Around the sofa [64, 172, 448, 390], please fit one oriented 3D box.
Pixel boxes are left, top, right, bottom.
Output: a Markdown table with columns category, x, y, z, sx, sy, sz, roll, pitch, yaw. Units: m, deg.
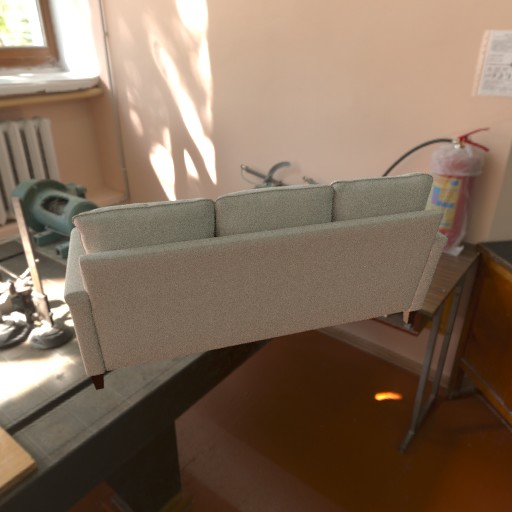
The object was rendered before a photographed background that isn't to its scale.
| category | x | y | z | sx | sy | sz | roll | pitch | yaw |
| --- | --- | --- | --- | --- | --- | --- | --- | --- | --- |
| sofa | 0.000 | 0.000 | 2.480 | 1.925 | 0.961 | 0.828 | -8 | 28 | -16 |
